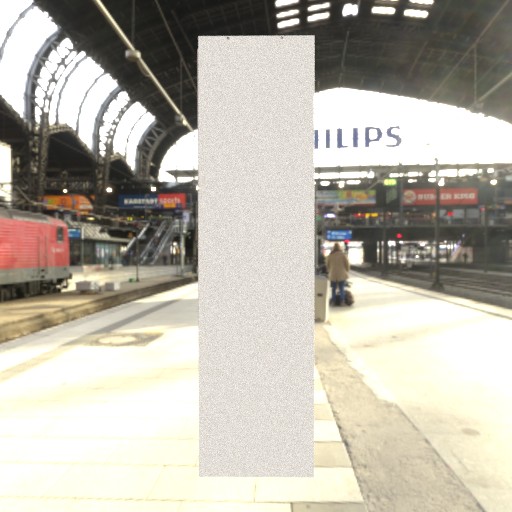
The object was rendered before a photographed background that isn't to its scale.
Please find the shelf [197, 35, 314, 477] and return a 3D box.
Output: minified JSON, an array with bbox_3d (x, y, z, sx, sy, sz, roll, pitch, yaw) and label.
[{"bbox_3d":[0.000,0.000,2.625,0.500,1.820,1.600,0,0,1],"label":"shelf"}]
